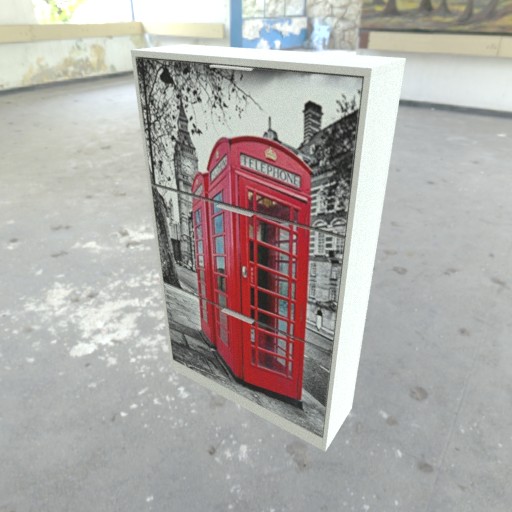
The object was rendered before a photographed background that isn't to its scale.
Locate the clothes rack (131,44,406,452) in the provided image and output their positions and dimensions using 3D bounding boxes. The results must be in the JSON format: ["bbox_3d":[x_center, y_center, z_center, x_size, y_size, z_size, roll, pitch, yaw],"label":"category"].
[{"bbox_3d":[0.000,0.000,1.536,0.750,1.280,0.250,18,35,29],"label":"clothes rack"}]
